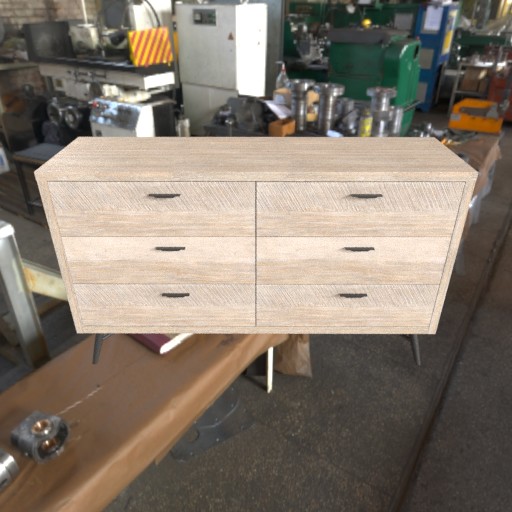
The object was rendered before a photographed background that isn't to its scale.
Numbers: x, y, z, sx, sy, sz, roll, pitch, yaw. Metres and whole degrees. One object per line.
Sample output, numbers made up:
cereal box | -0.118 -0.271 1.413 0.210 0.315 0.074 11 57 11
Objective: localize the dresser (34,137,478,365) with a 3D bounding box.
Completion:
dresser | 0.000 0.000 1.933 1.524 0.914 0.457 0 30 0
